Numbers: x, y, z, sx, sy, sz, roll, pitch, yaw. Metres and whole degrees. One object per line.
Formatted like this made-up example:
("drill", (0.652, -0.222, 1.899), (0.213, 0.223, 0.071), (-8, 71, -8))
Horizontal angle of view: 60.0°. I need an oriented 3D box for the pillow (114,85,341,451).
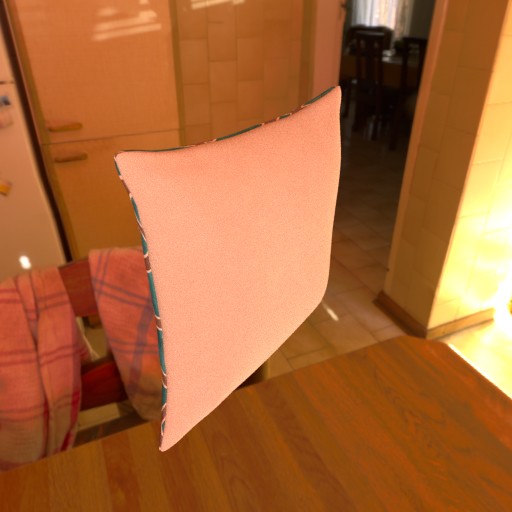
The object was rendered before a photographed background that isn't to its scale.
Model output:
("pillow", (0.000, 0.000, 0.786), (0.166, 0.507, 0.526), (20, 36, 30))
